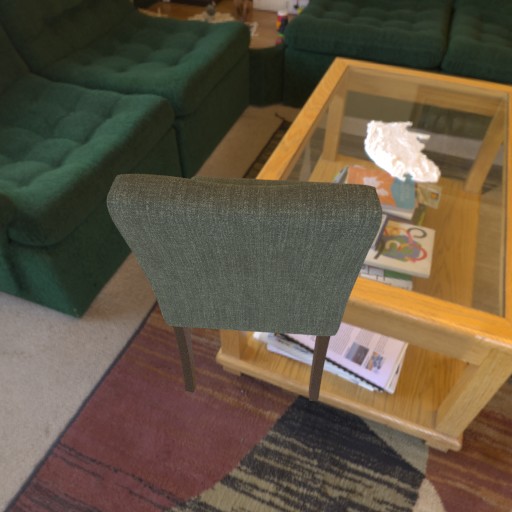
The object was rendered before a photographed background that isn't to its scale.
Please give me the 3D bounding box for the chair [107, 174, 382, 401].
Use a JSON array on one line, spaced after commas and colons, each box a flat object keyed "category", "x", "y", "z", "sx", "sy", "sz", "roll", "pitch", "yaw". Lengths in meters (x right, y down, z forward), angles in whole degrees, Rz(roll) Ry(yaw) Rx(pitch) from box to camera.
[{"category": "chair", "x": 0.000, "y": 0.000, "z": 1.207, "sx": 0.487, "sy": 0.884, "sz": 0.629, "roll": 3, "pitch": 47, "yaw": 3}]
